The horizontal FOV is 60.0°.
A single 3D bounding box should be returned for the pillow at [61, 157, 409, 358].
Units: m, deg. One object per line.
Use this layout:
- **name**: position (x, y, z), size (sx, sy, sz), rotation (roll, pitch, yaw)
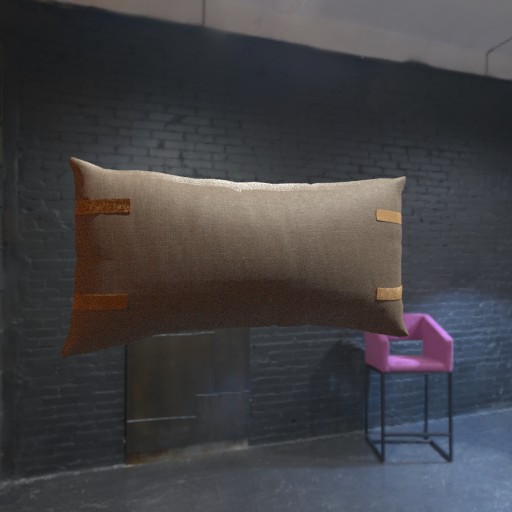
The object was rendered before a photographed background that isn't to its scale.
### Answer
- **pillow**: position (0.000, 0.000, 0.759), size (0.612, 0.308, 0.148), rotation (0, -1, -18)
